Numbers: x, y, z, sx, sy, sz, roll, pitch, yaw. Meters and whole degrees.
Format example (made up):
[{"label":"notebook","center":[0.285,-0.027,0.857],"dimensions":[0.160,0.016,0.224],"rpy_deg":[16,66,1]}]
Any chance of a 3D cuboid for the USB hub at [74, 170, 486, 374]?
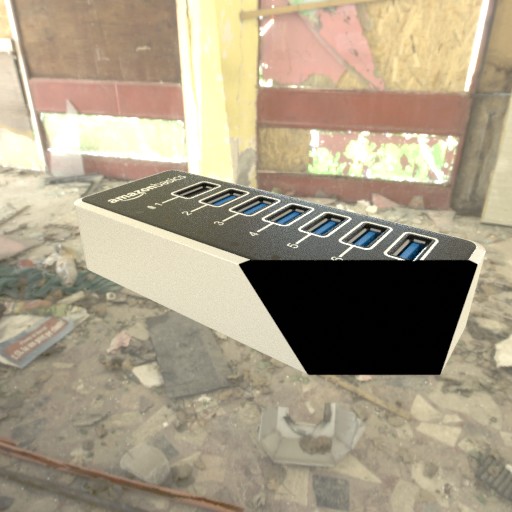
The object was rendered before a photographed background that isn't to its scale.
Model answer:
[{"label":"USB hub","center":[0.000,0.000,0.127],"dimensions":[0.110,0.023,0.044],"rpy_deg":[19,33,32]}]
